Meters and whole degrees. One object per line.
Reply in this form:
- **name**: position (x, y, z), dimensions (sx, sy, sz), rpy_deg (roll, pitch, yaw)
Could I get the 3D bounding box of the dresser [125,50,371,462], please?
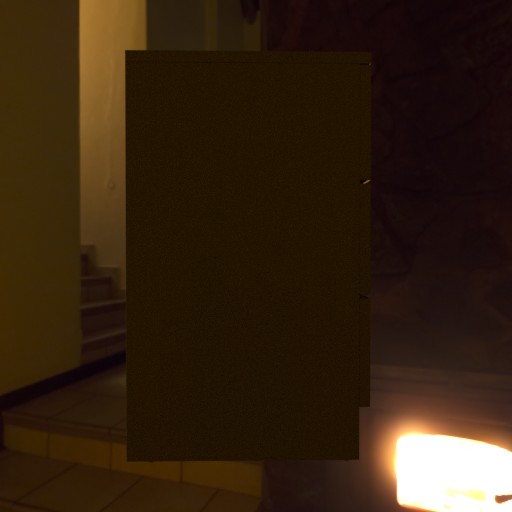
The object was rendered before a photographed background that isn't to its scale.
- **dresser**: position (0.000, 0.000, 0.804), dimensions (0.360, 0.560, 0.400), rpy_deg (0, 1, -1)
